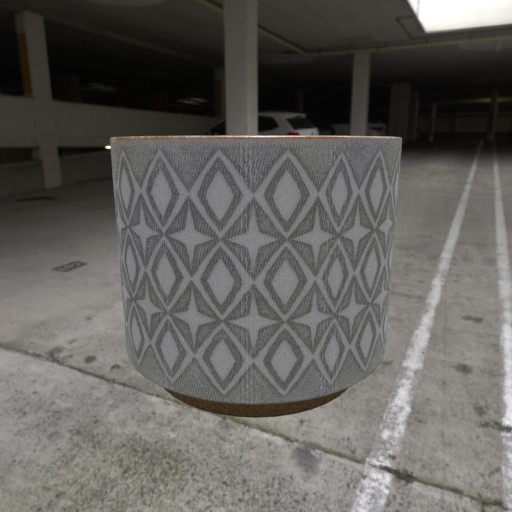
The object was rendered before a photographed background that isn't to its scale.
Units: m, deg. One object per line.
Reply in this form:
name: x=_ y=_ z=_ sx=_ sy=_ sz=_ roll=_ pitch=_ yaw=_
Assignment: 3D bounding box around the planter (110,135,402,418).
planter: x=0.000 y=0.000 z=0.432 sx=0.255 sy=0.223 sz=0.255 roll=0 pitch=14 yaw=0
